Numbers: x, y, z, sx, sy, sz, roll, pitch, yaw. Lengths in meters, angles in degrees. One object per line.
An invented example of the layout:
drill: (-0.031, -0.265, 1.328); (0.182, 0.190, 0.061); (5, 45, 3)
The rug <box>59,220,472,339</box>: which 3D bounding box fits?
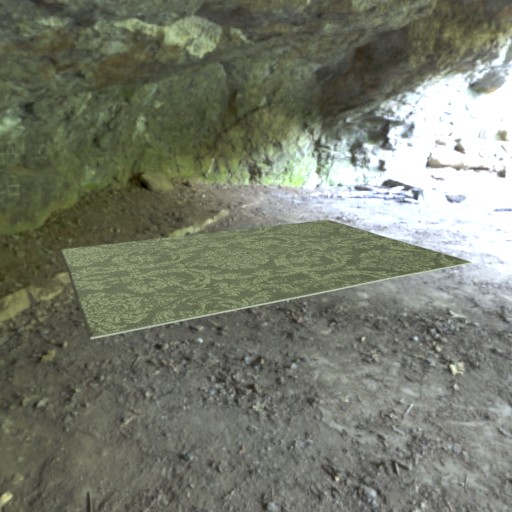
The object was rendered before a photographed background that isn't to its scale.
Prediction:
rug: (0.000, 0.000, 2.337); (1.824, 0.012, 1.206); (-8, 18, -26)
